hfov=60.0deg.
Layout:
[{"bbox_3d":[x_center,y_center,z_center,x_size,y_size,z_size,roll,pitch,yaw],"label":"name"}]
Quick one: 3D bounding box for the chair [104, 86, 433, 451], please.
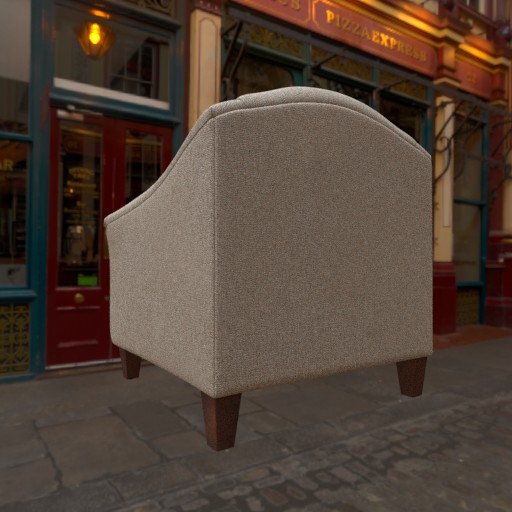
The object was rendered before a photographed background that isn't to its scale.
[{"bbox_3d":[0.000,0.000,1.424,0.763,0.839,0.787,0,-1,-34],"label":"chair"}]
